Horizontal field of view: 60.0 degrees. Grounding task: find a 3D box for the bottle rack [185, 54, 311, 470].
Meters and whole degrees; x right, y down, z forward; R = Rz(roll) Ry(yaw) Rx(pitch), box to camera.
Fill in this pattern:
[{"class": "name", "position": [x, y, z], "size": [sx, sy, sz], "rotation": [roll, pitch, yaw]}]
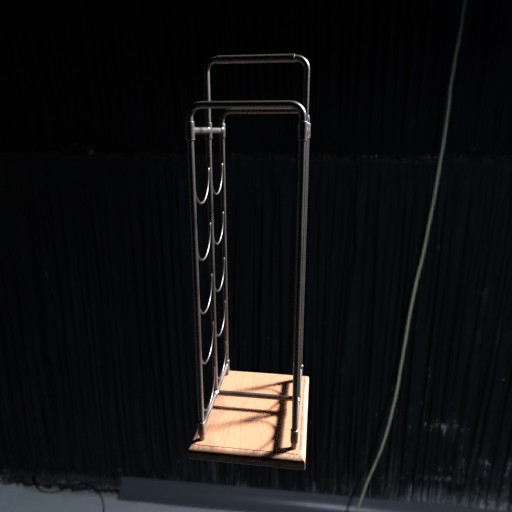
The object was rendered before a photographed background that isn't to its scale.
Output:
[{"class": "bottle rack", "position": [0.000, 0.000, 0.813], "size": [0.208, 0.680, 0.276], "rotation": [2, 16, 8]}]
